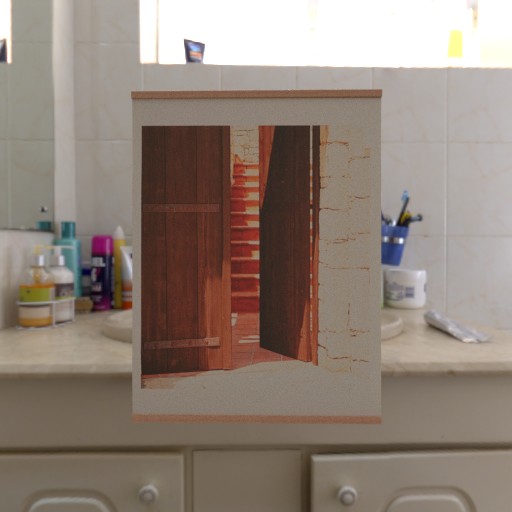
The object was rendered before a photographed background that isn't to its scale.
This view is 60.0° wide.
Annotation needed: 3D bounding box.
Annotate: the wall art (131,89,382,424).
[{"bbox_3d":[0.000,0.000,1.350,0.758,1.013,0.020,0,0,1],"label":"wall art"}]
